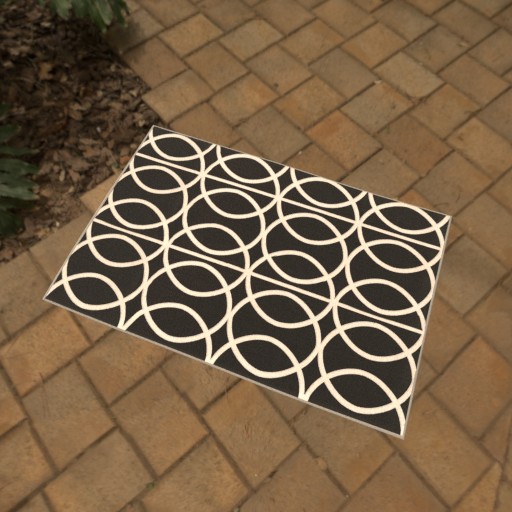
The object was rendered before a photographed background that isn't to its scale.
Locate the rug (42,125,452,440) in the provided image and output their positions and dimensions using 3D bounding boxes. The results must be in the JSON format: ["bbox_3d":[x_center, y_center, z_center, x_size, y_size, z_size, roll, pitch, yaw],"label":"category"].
[{"bbox_3d":[0.000,0.000,2.895,2.294,0.014,1.528,19,65,9],"label":"rug"}]
